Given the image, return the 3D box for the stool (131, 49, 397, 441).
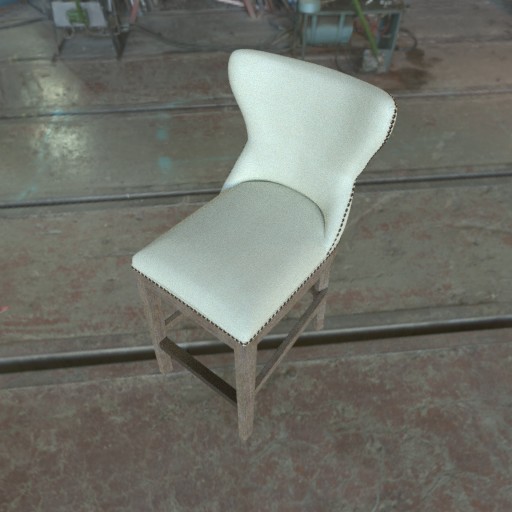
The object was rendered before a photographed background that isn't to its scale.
[{"bbox_3d":[0.000,0.000,1.332,0.498,0.981,0.608,30,53,26],"label":"stool"}]
